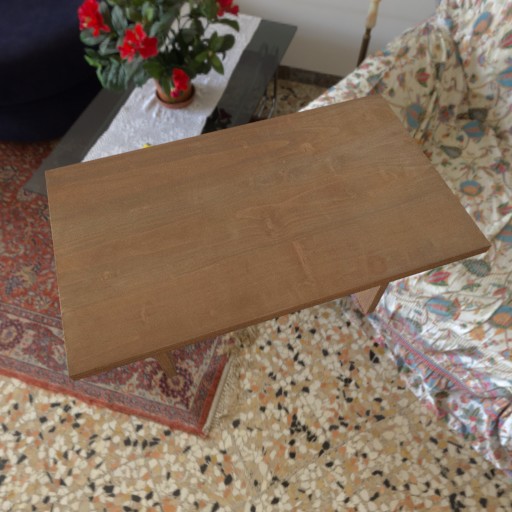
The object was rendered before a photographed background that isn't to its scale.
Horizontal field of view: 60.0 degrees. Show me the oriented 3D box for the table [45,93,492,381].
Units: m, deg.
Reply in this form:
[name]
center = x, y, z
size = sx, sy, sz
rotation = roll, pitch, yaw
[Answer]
[table]
center = 0.000, 0.000, 2.148
size = 1.609, 0.780, 0.946
rotation = -16, 60, -10
